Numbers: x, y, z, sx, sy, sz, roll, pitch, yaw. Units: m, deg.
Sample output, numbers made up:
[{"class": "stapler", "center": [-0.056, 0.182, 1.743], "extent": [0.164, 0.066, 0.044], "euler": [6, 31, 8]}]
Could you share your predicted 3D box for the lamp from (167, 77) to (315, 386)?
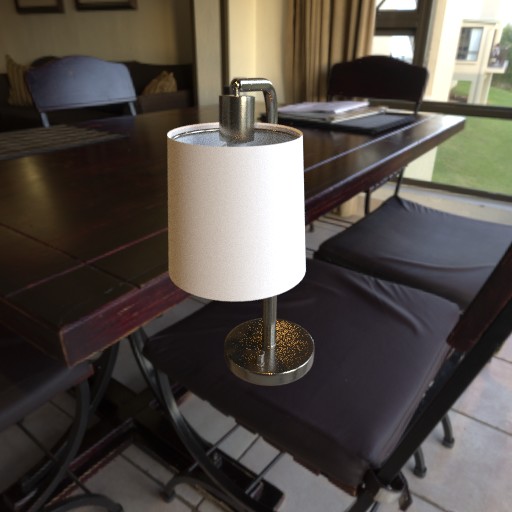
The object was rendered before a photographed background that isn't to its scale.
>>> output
[{"class": "lamp", "center": [0.000, 0.000, 0.640], "extent": [0.171, 0.489, 0.333], "euler": [8, 27, 15]}]
